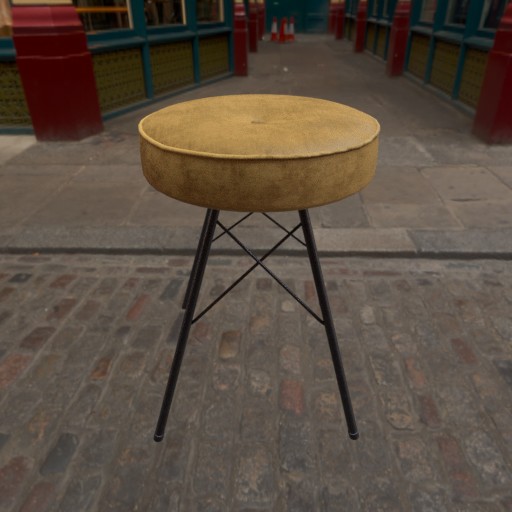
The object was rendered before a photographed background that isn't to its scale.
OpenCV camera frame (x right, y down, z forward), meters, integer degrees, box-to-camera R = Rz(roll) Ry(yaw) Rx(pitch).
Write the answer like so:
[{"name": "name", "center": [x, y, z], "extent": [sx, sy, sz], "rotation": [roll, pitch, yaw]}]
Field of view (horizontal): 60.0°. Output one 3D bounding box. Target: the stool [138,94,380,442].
[{"name": "stool", "center": [0.000, 0.000, 0.937], "extent": [0.438, 0.595, 0.472], "rotation": [1, 30, 1]}]
